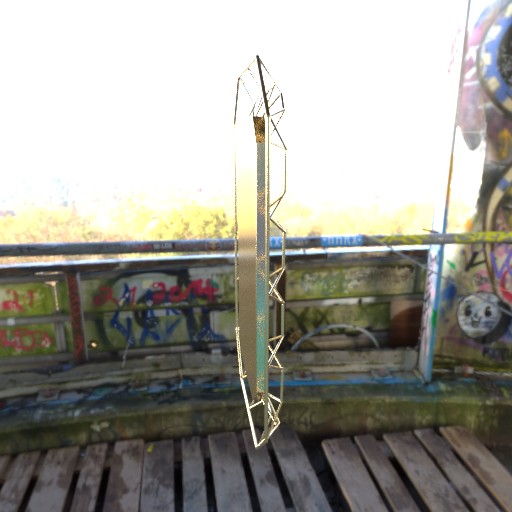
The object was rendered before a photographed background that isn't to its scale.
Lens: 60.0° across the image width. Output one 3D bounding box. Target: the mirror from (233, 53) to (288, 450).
[{"bbox_3d":[0.000,0.000,1.097,0.051,0.870,0.572,-2,15,-8],"label":"mirror"}]
